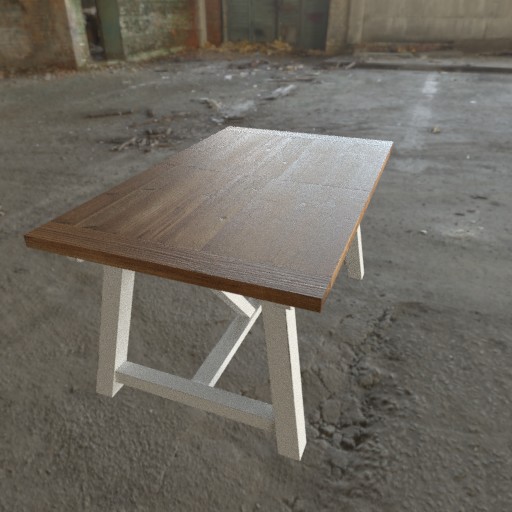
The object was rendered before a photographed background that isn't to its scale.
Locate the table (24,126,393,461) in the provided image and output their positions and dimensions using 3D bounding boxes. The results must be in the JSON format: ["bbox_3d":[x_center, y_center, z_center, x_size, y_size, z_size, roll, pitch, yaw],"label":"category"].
[{"bbox_3d":[0.000,0.000,1.984,0.922,0.743,1.503,11,31,19],"label":"table"}]
